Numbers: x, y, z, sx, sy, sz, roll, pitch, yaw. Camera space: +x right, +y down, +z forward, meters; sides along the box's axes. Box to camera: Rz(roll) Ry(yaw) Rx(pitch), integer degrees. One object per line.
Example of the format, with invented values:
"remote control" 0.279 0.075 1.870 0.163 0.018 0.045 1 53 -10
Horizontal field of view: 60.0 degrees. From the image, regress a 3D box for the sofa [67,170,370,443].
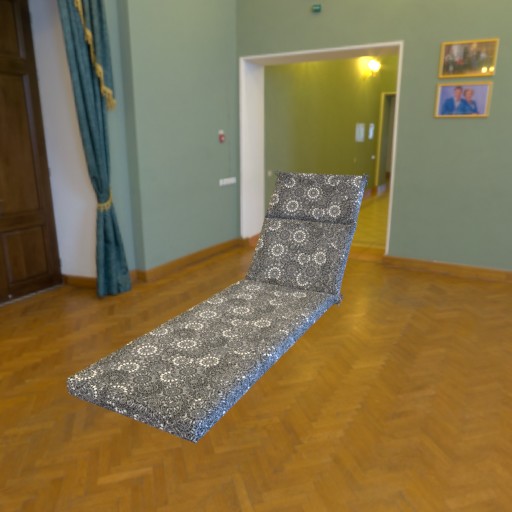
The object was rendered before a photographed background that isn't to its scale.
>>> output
"sofa" 0.000 0.000 1.947 0.582 0.622 1.663 8 17 27
